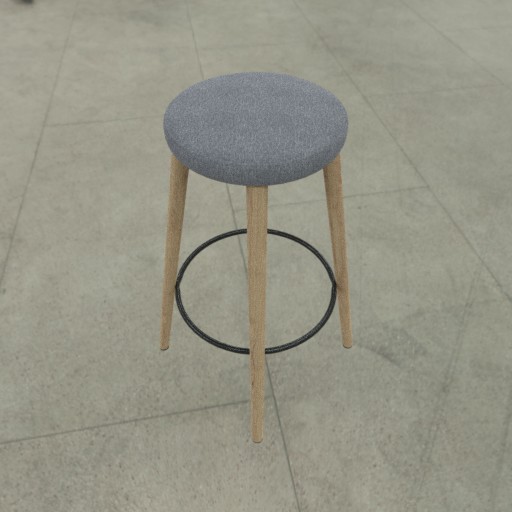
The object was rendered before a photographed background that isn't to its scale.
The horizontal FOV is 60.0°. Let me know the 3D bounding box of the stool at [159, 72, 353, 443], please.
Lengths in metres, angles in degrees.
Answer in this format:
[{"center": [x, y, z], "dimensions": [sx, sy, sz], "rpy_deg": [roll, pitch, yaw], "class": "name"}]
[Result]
[{"center": [0.000, 0.000, 1.028], "dimensions": [0.410, 0.770, 0.410], "rpy_deg": [35, 56, 29], "class": "stool"}]
